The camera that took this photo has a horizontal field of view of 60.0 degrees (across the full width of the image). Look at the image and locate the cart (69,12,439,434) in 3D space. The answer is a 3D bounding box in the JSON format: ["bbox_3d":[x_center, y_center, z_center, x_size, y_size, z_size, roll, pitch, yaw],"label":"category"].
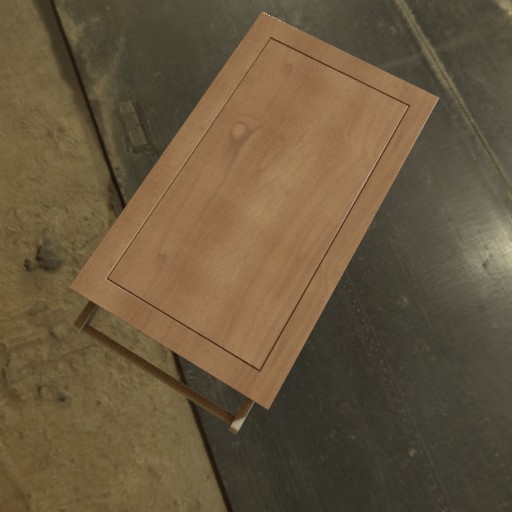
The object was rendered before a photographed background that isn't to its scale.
[{"bbox_3d":[0.000,0.000,1.360,0.459,0.901,0.840,30,77,7],"label":"cart"}]
